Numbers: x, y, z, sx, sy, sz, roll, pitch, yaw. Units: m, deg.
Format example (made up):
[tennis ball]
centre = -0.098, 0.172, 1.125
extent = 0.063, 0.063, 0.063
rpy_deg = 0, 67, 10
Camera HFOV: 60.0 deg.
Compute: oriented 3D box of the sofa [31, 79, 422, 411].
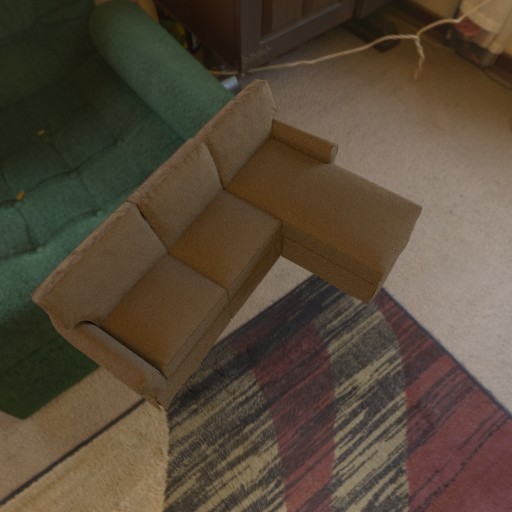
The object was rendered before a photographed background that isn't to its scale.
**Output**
[sofa]
centre = 0.000, 0.000, 3.250
extent = 1.733, 0.978, 2.475
rpy_deg = 30, 64, 17
